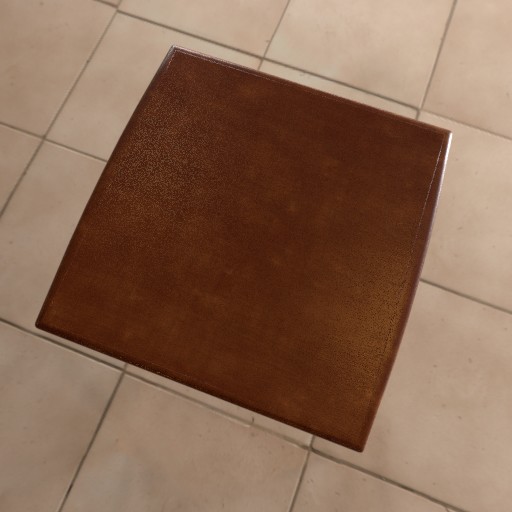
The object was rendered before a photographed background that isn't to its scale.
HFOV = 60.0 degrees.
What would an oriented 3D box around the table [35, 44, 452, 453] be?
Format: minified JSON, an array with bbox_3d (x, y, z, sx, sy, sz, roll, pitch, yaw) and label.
[{"bbox_3d":[0.000,0.000,1.658,0.991,0.754,0.991,19,76,5],"label":"table"}]
